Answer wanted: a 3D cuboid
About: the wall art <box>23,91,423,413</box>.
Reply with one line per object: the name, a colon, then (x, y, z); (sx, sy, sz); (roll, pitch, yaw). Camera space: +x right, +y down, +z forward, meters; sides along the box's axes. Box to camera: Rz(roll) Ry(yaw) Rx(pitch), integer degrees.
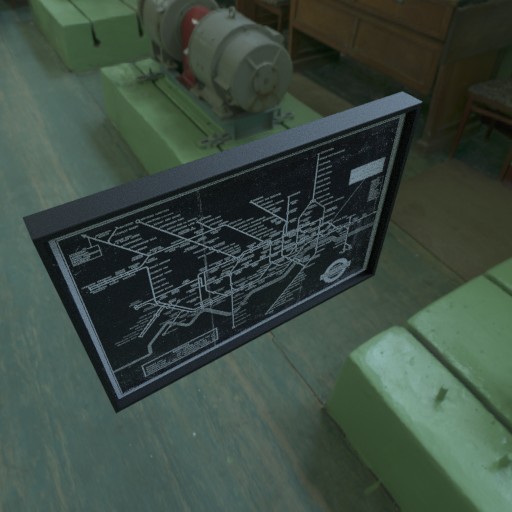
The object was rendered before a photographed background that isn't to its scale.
wall art: (0.000, 0.000, 0.835); (0.671, 0.456, 0.051); (-24, 50, -22)
